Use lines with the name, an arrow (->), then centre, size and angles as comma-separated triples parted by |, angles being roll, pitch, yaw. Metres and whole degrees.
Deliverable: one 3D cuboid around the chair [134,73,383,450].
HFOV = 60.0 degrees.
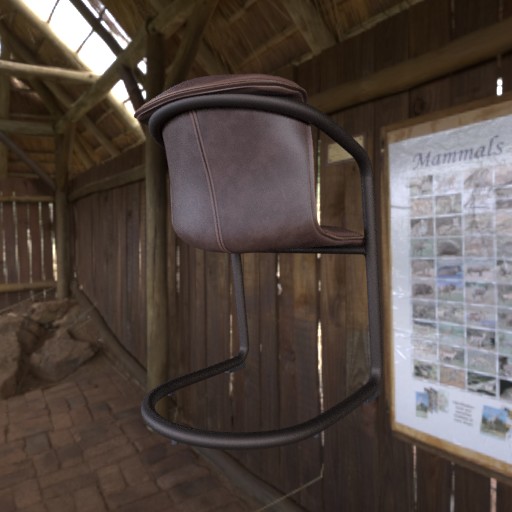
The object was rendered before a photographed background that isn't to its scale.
chair -> 0.000, 0.000, 1.249 | 0.536, 0.836, 0.664 | 1, 2, 36
